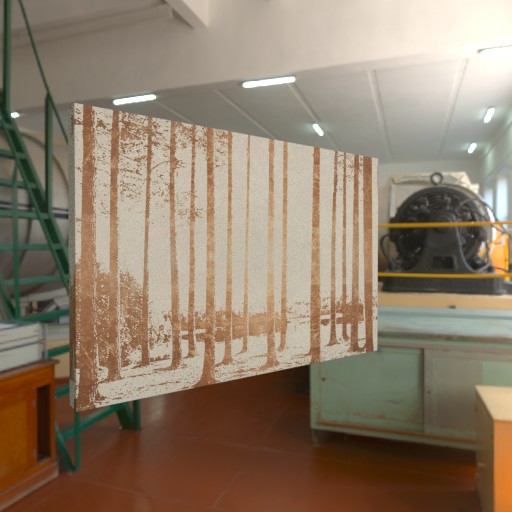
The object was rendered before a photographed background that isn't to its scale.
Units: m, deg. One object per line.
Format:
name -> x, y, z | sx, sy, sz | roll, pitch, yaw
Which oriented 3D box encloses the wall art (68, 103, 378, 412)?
wall art -> 0.000, 0.000, 0.773 | 0.609, 0.405, 0.035 | -1, 1, -36
